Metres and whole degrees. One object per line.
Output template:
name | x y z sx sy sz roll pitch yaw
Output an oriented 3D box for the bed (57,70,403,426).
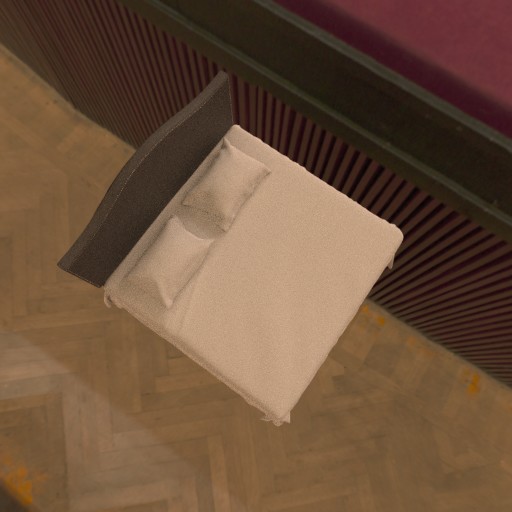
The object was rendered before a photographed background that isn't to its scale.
bed | 0.000 0.000 3.827 2.219 1.651 2.314 35 79 8
